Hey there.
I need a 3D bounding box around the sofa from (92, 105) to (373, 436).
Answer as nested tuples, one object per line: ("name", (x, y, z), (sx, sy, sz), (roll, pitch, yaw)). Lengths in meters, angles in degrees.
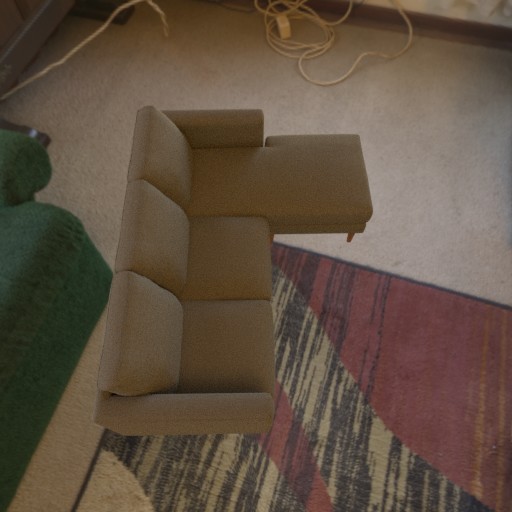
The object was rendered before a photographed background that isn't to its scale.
("sofa", (0.000, 0.000, 2.788), (1.591, 0.897, 2.031), (-1, 62, 0))
